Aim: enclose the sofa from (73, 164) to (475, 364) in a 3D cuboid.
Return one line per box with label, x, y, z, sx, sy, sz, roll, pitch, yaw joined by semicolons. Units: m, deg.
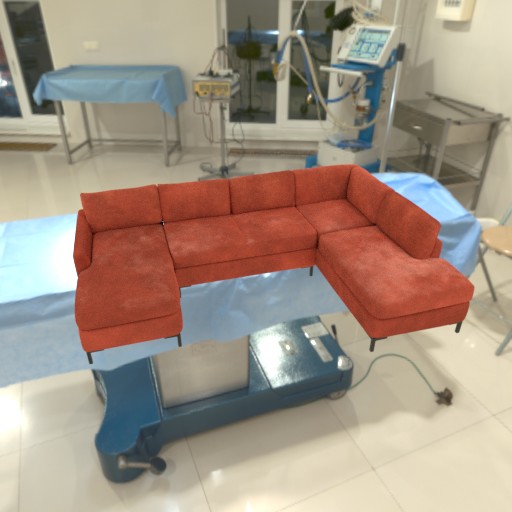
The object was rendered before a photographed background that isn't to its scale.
sofa;0.000;0.000;3.840;2.971;0.858;1.981;-9;32;-14
